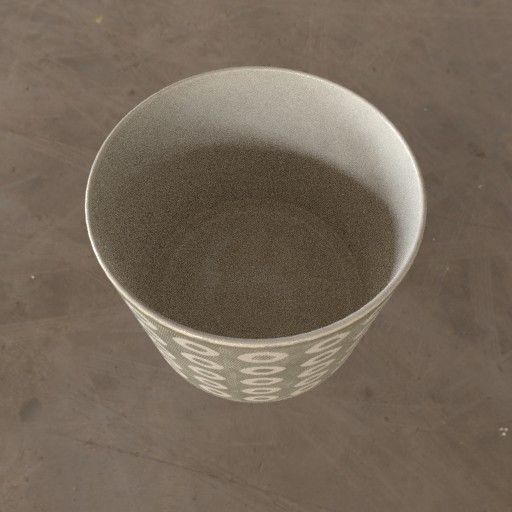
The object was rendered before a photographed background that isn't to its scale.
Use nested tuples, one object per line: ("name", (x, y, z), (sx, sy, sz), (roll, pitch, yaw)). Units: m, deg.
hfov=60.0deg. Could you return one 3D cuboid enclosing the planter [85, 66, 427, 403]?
("planter", (0.000, 0.000, 0.433), (0.250, 0.239, 0.250), (0, 62, 0))
